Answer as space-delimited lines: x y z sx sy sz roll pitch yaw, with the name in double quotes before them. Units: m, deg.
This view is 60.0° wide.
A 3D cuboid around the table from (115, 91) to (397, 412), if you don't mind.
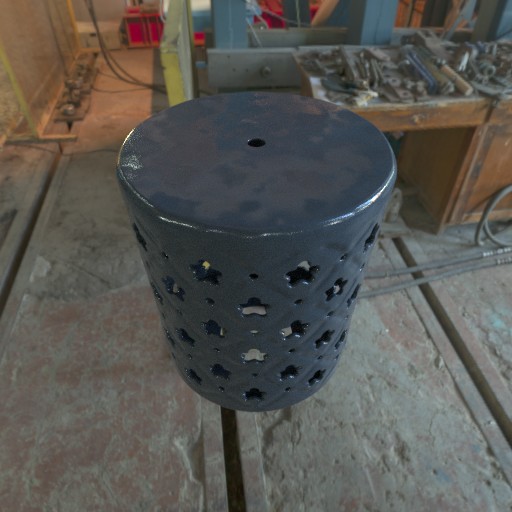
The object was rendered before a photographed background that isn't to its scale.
"table" 0.000 0.000 0.687 0.352 0.387 0.352 0 42 0
